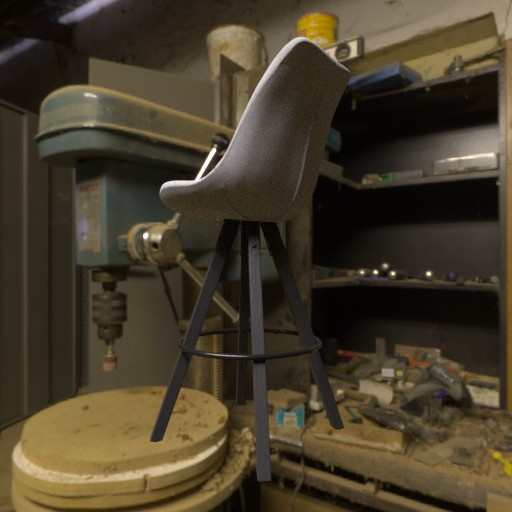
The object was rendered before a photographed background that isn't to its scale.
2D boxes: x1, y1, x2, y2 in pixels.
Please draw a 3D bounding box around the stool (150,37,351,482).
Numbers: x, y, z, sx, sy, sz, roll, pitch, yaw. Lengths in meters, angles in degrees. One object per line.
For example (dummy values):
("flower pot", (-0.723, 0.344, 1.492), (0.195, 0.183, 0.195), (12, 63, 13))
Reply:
("stool", (0.000, 0.000, 1.376), (0.550, 1.115, 0.485), (0, 0, 36))
